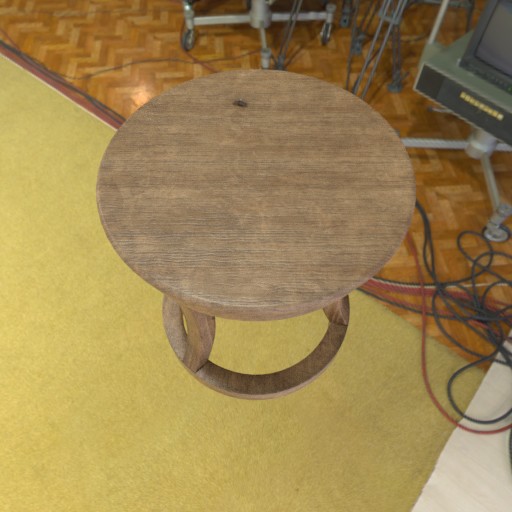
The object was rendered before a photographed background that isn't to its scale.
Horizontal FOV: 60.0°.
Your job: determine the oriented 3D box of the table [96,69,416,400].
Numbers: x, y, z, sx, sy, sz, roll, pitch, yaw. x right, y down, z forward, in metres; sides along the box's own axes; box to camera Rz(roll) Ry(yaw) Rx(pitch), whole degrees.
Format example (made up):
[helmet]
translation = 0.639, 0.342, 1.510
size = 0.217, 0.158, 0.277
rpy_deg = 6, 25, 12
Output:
[table]
translation = 0.000, 0.000, 0.796
size = 0.432, 0.460, 0.432
rpy_deg = 0, 58, 0
